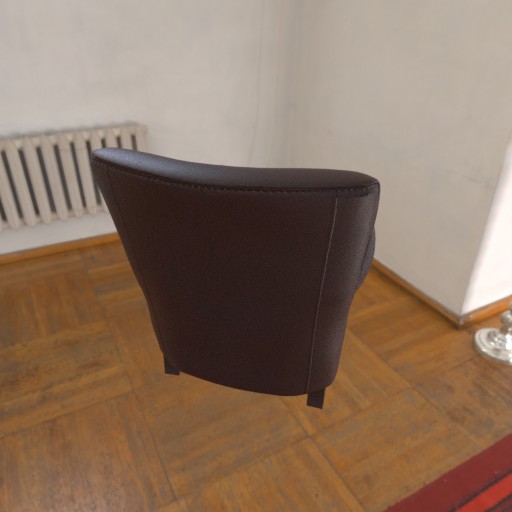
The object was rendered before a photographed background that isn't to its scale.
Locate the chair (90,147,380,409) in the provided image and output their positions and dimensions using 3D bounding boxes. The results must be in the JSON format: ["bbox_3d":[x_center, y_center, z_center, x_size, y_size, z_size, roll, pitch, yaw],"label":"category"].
[{"bbox_3d":[0.000,0.000,1.376,0.700,0.800,0.746,9,32,14],"label":"chair"}]
